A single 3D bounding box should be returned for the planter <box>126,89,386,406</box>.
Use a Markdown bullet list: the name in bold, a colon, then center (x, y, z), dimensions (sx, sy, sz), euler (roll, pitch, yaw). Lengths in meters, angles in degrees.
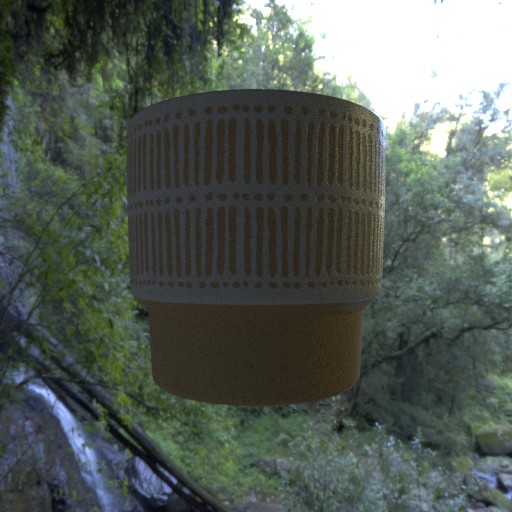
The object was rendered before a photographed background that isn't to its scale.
- **planter**: center (0.000, 0.000, 0.561), dimensions (0.317, 0.303, 0.317), euler (0, -1, 0)
